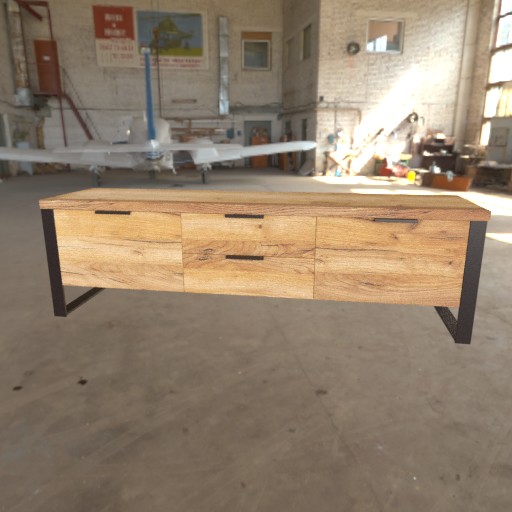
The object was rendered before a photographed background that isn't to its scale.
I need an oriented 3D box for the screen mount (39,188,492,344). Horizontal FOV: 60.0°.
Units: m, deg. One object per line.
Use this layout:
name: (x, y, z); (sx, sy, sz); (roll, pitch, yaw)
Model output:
screen mount: (0.000, 0.000, 1.709); (1.524, 0.450, 0.395); (2, 15, 9)
